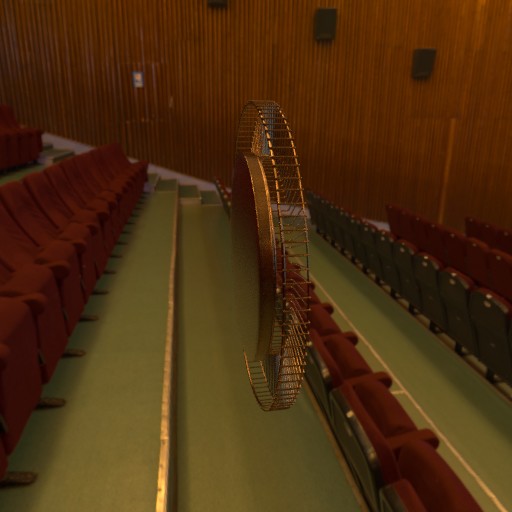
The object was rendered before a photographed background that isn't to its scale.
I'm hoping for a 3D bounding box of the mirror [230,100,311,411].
[{"bbox_3d":[0.000,0.000,1.060,0.067,0.703,0.703,-3,17,-9],"label":"mirror"}]
